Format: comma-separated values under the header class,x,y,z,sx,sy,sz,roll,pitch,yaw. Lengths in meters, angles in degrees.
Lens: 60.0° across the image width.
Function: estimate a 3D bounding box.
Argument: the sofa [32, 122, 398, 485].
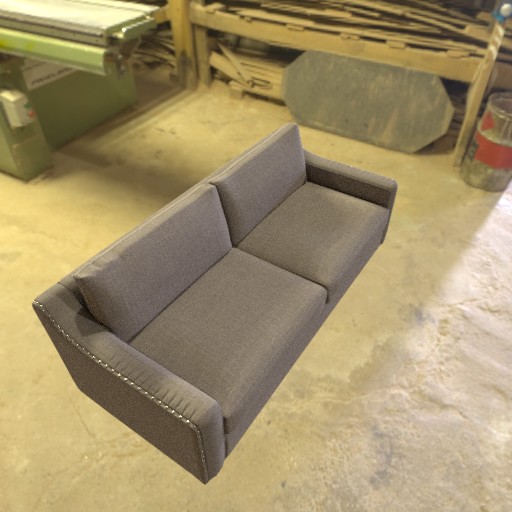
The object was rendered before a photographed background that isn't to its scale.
class,x,y,z,sx,sy,sz,roll,pitch,yaw
sofa,0.000,0.000,2.673,1.000,0.857,2.208,24,46,25
